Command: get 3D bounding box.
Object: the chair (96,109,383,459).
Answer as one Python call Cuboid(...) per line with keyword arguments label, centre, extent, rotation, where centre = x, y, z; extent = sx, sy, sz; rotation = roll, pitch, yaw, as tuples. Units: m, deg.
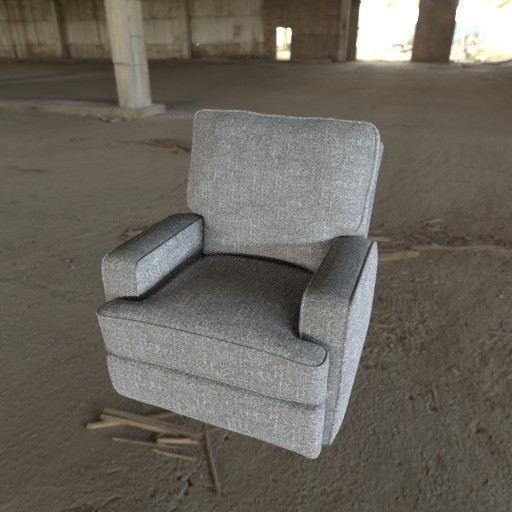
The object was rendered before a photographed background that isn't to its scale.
Cuboid(label="chair", centre=(0.000, 0.000, 1.669), extent=(0.861, 0.962, 0.964), rotation=(10, 28, 19))
